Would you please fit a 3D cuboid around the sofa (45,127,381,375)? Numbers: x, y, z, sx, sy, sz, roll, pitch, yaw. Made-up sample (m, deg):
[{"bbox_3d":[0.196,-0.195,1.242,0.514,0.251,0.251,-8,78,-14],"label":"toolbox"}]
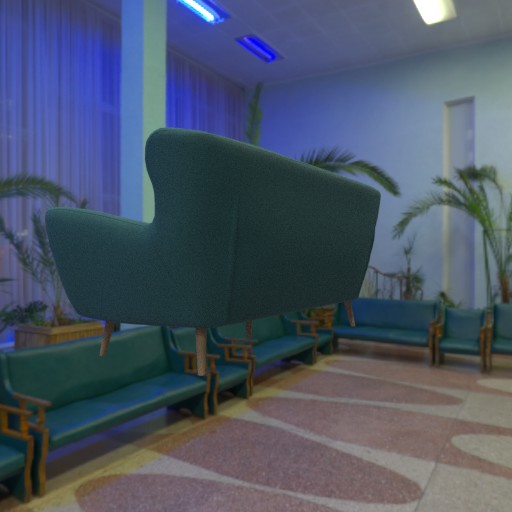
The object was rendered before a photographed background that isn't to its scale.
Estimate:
[{"bbox_3d":[0.000,0.000,2.388,0.889,0.890,1.930,0,0,35],"label":"sofa"}]
